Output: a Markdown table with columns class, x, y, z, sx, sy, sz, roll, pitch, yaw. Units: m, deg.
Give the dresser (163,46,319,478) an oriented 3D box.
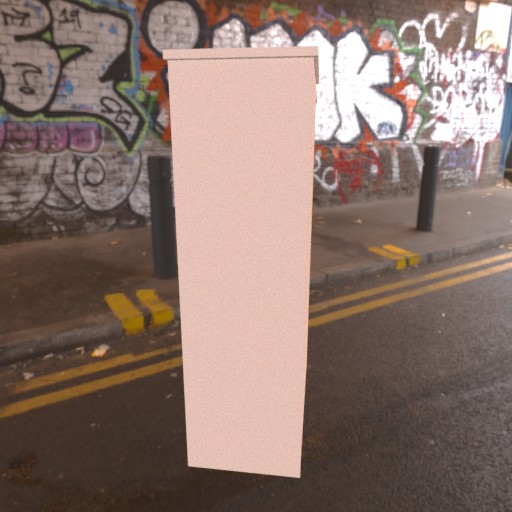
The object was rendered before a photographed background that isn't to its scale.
| class | x | y | z | sx | sy | sz | roll | pitch | yaw |
| --- | --- | --- | --- | --- | --- | --- | --- | --- | --- |
| dresser | 0.000 | 0.000 | 1.588 | 0.399 | 1.255 | 0.704 | 2 | 16 | 8 |
